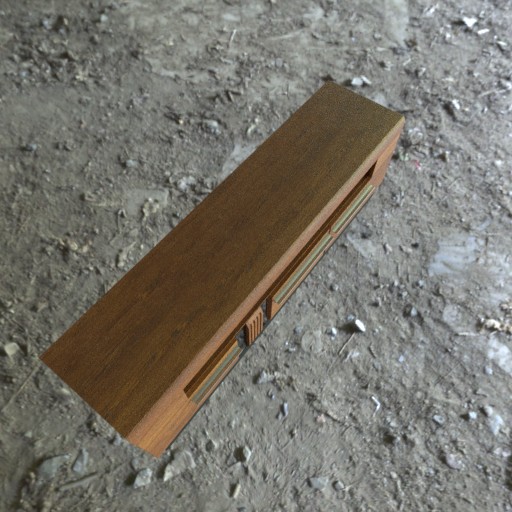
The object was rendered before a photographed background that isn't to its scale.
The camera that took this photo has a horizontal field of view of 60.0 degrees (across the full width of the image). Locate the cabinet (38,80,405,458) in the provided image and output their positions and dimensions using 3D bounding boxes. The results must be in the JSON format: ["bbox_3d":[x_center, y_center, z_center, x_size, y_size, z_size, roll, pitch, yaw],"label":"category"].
[{"bbox_3d":[0.000,0.000,1.810,0.419,0.510,1.600,34,65,18],"label":"cabinet"}]
